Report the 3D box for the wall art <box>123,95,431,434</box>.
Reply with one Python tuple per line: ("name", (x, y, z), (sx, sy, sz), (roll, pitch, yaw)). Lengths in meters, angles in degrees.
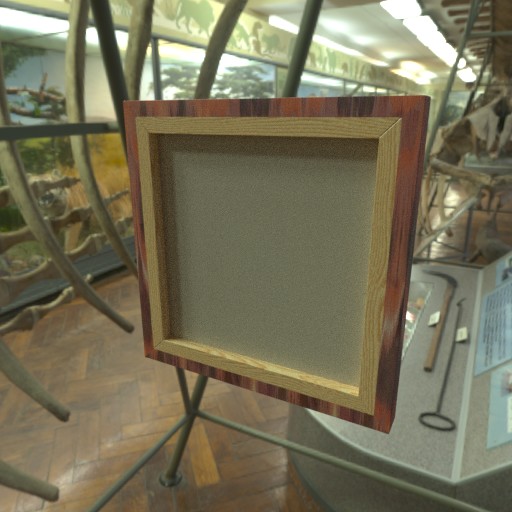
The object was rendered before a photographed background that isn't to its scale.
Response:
("wall art", (0.000, 0.000, 0.608), (0.403, 0.406, 0.038), (9, 20, 27))
